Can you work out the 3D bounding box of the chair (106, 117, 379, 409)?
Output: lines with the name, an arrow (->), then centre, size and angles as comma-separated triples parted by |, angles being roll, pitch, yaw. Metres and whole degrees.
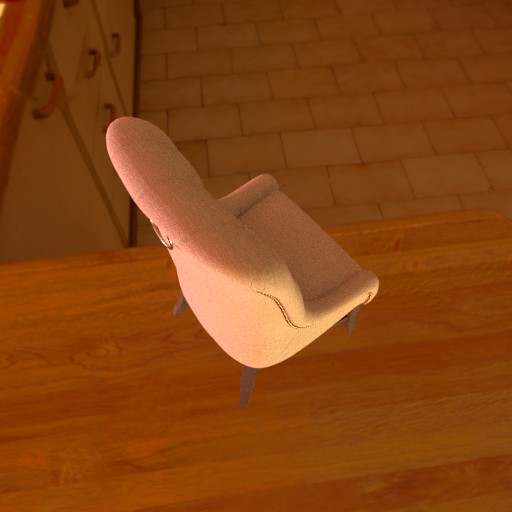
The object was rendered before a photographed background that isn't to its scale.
chair -> 0.000, 0.000, 1.470 | 0.629, 1.091, 0.634 | -33, 64, -19
